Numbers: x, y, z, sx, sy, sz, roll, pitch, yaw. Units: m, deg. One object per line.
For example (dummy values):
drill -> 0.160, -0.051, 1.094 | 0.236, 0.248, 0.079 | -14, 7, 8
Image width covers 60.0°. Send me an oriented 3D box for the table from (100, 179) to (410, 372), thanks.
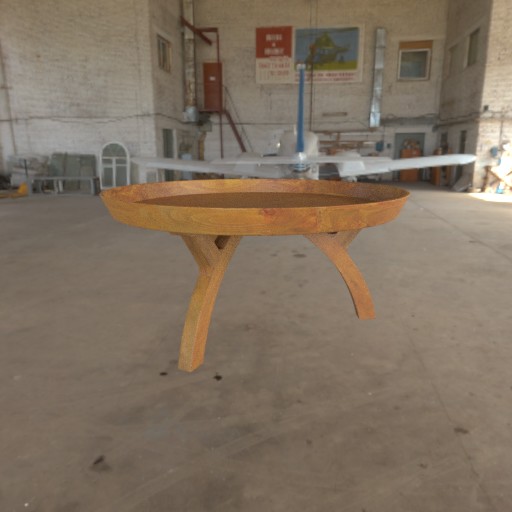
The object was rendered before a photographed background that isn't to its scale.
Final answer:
table -> 0.000, 0.000, 1.559 | 1.016, 0.470, 1.016 | 0, 14, 0
